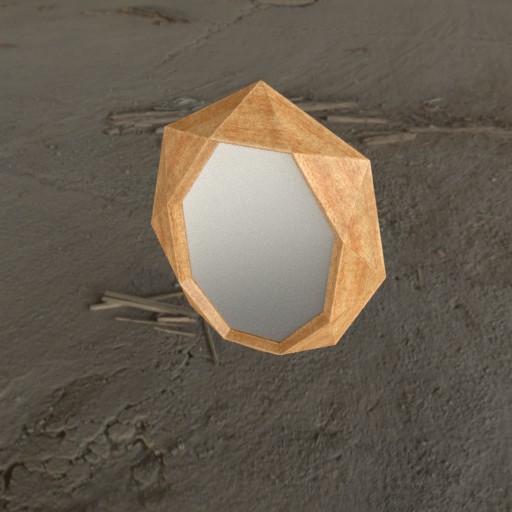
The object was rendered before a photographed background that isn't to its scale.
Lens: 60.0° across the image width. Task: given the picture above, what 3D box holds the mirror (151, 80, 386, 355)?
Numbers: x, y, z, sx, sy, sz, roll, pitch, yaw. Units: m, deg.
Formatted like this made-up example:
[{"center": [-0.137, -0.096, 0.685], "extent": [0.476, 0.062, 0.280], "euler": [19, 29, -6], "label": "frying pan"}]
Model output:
[{"center": [0.000, 0.000, 1.014], "extent": [0.577, 0.774, 0.070], "euler": [13, 43, 15], "label": "mirror"}]
